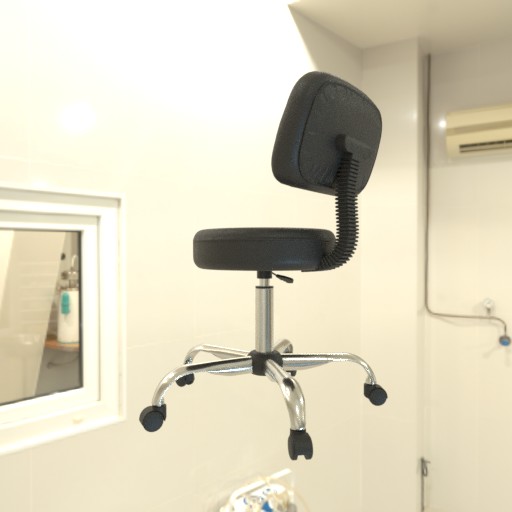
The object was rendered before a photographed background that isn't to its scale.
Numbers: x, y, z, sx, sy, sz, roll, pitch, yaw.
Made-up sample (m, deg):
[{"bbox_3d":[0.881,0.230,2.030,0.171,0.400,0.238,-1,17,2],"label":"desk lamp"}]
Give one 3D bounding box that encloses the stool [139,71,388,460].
[{"bbox_3d":[0.000,0.000,1.287,0.648,0.862,0.673,0,1,37],"label":"stool"}]
